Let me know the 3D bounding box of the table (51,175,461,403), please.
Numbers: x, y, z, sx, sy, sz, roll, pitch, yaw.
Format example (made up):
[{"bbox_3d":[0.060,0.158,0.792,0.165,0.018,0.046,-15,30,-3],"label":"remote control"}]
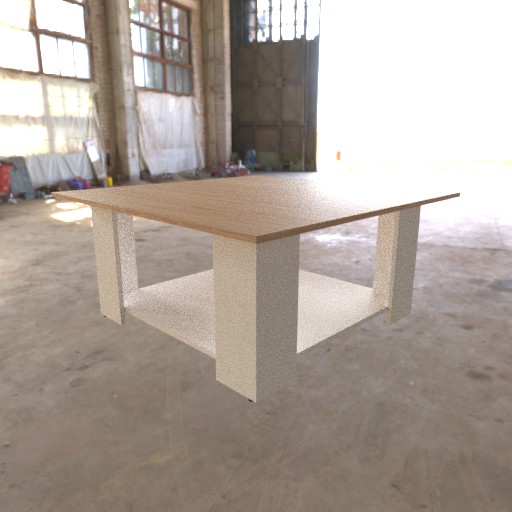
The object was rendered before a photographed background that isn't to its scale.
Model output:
[{"bbox_3d":[0.000,0.000,1.064,0.670,0.305,0.670,14,21,43],"label":"table"}]
